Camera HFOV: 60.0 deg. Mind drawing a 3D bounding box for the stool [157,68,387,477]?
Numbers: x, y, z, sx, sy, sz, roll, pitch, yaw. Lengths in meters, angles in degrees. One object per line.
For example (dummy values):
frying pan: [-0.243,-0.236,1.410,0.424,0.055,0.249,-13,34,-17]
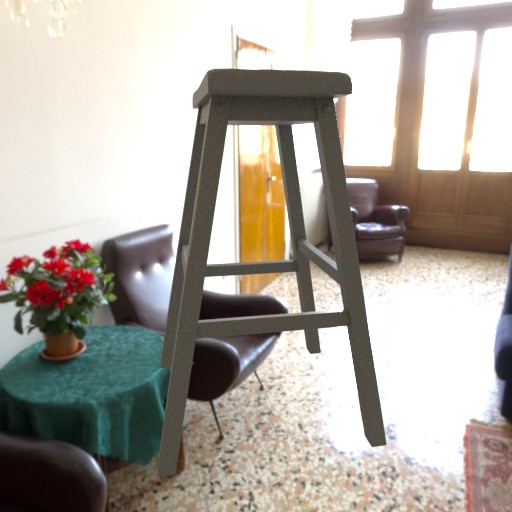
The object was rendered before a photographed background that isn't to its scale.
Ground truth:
stool: [0.000,0.000,1.018,0.476,0.737,0.457,-3,15,-11]
